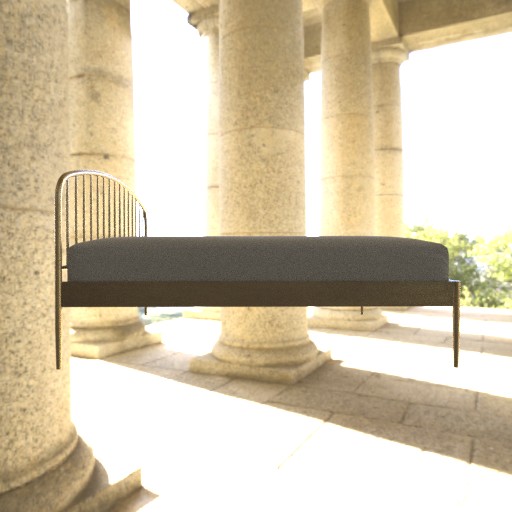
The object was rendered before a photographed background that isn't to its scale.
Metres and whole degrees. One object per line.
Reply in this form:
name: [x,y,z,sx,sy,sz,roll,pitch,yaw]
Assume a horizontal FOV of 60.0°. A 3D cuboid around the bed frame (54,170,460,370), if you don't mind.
bed frame: [0.000,0.000,3.345,2.152,1.174,2.016,0,1,-1]
